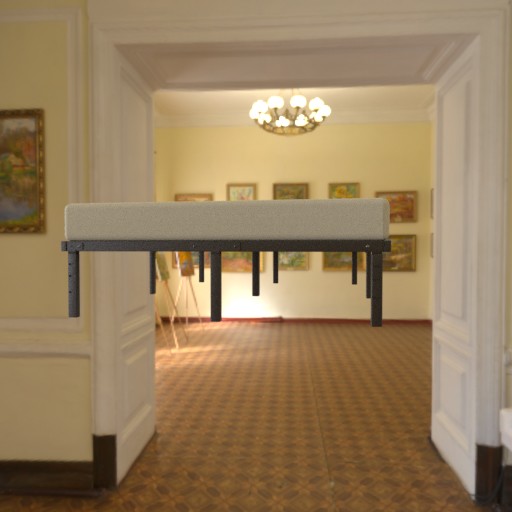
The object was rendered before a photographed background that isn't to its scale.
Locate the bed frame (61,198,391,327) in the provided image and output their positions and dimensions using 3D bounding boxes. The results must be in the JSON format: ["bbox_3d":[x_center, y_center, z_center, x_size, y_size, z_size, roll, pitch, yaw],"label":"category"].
[{"bbox_3d":[0.000,0.000,3.764,2.205,0.680,2.842,0,1,17],"label":"bed frame"}]
